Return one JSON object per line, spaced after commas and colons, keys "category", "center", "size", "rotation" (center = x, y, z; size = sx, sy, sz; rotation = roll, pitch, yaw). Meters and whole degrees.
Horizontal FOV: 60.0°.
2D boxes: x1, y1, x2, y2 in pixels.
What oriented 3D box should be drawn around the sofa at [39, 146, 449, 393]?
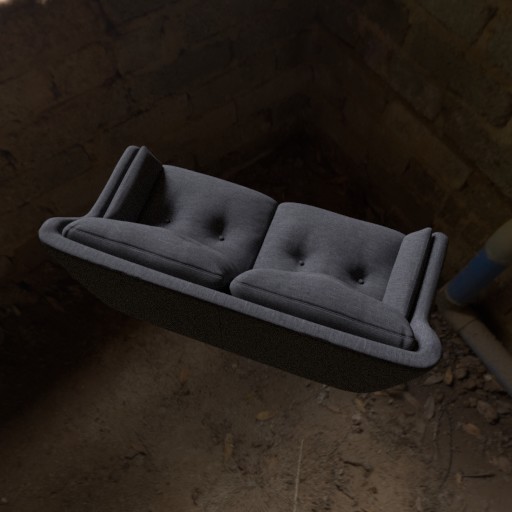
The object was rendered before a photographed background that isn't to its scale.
{"category": "sofa", "center": [0.000, 0.000, 2.440], "size": [1.929, 0.896, 0.975], "rotation": [17, 64, 9]}
